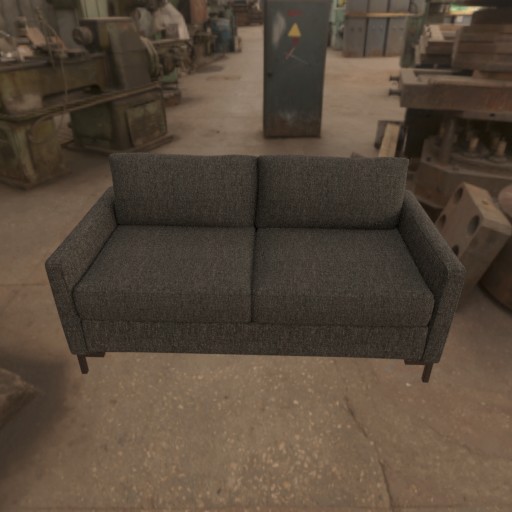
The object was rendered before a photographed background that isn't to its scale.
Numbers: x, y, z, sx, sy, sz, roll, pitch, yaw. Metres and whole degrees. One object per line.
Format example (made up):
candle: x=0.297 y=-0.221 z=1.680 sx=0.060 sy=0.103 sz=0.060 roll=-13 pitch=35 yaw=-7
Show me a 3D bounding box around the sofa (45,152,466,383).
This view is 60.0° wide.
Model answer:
sofa: x=0.000 y=0.000 z=2.207 sx=1.716 sy=0.862 sz=0.866 roll=1 pitch=31 yaw=2
